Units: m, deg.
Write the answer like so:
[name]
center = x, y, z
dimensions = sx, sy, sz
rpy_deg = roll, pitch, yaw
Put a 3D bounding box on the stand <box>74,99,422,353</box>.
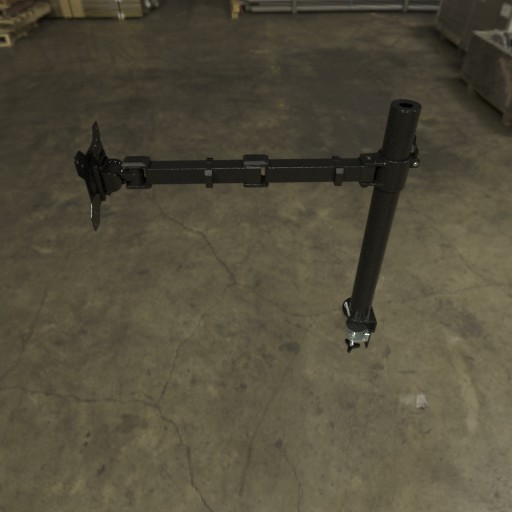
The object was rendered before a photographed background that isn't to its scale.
[stand]
center = 0.000, 0.000, 0.737
dimensions = 0.456, 0.510, 0.115
rpy_deg = -1, 41, -1
